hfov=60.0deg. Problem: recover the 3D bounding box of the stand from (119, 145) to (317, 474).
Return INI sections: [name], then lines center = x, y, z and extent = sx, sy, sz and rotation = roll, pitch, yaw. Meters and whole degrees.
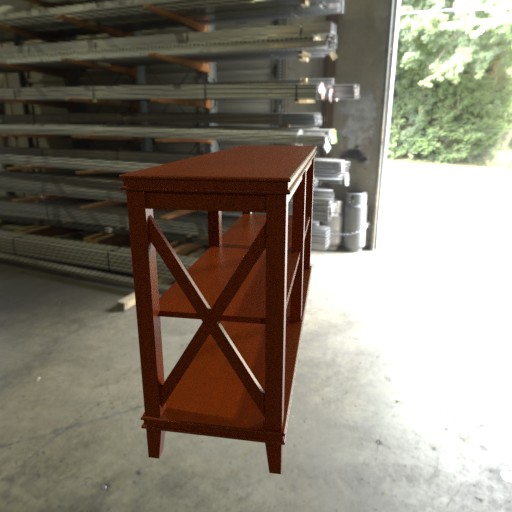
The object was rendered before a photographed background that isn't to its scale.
[stand]
center = 0.000, 0.000, 1.706
extent = 0.381, 0.762, 1.372
rotation = 3, 17, 9
